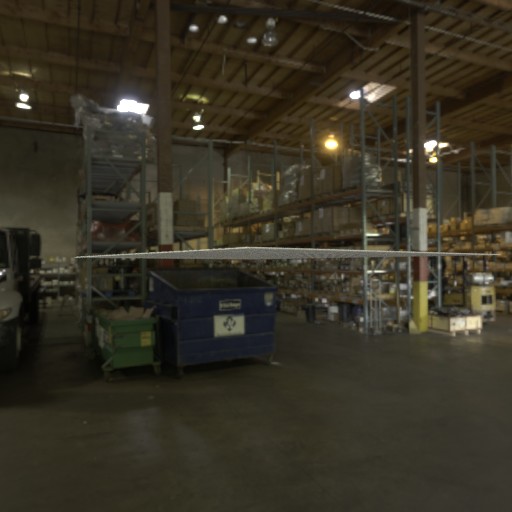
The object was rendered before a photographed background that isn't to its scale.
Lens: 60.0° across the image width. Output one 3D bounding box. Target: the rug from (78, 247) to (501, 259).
[{"bbox_3d":[0.000,0.000,4.025,2.354,0.007,3.196,1,-1,-36],"label":"rug"}]
